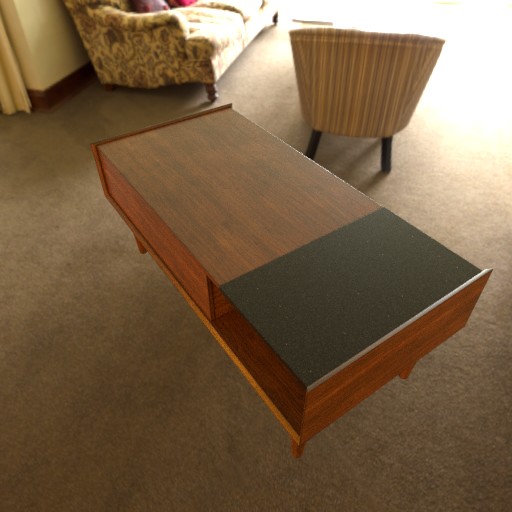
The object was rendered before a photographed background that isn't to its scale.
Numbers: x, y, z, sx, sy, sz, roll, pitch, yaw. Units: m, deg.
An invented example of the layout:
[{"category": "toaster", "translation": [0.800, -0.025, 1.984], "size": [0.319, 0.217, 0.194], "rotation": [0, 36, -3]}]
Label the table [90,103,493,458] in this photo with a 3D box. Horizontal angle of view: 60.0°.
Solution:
[{"category": "table", "translation": [0.000, 0.000, 1.530], "size": [0.610, 0.508, 1.221], "rotation": [-25, 48, -25]}]
